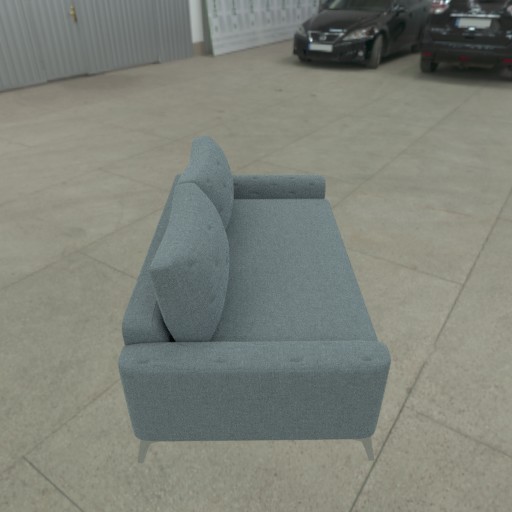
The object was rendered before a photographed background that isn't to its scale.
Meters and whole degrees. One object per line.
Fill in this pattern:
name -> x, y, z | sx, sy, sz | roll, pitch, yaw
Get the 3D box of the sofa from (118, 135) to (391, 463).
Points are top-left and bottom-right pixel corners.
sofa -> 0.000, 0.000, 2.135 | 0.920, 0.790, 1.650 | 0, 32, -1
